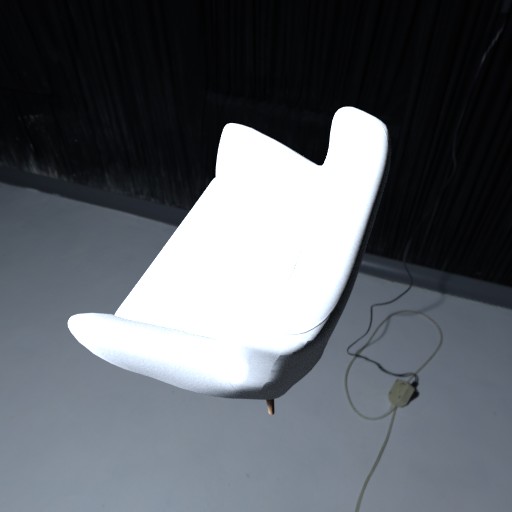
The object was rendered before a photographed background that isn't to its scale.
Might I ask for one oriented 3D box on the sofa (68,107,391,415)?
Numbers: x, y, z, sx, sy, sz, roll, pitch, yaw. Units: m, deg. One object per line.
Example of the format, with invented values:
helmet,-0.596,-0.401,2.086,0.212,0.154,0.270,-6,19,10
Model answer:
sofa,0.000,0.000,1.992,0.921,0.878,1.424,16,50,14
